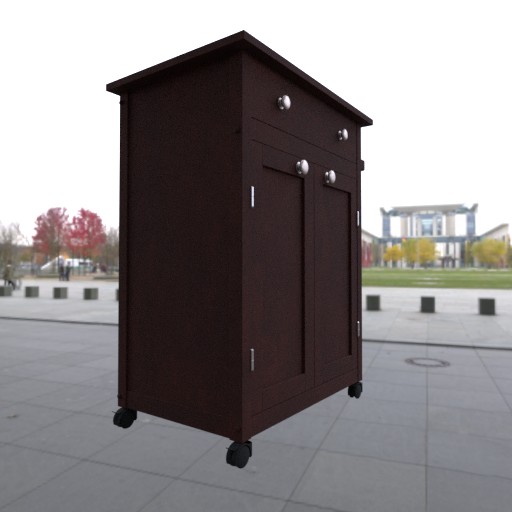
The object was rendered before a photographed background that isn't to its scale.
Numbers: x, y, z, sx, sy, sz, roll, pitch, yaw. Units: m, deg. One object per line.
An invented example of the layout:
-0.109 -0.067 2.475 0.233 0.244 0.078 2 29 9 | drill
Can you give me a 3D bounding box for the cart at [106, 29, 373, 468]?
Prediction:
0.000 0.000 1.258 0.442 0.864 0.683 -1 -1 36 | cart
